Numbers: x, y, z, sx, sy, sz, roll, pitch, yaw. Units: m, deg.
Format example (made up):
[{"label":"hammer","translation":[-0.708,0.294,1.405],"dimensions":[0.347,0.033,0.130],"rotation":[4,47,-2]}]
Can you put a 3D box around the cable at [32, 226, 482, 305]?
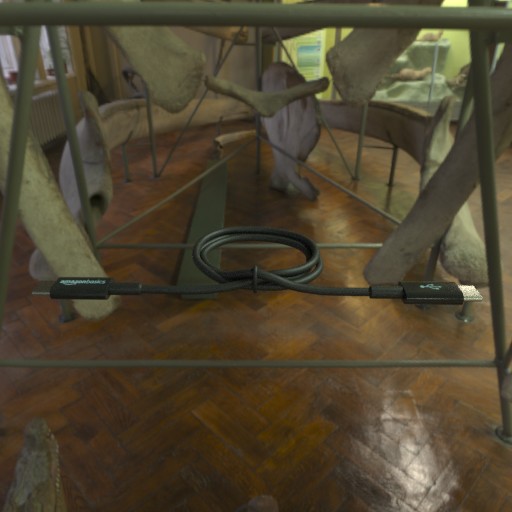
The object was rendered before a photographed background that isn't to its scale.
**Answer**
[{"label":"cable","translation":[0.000,0.000,0.227],"dimensions":[0.203,0.014,0.070],"rotation":[0,28,1]}]
